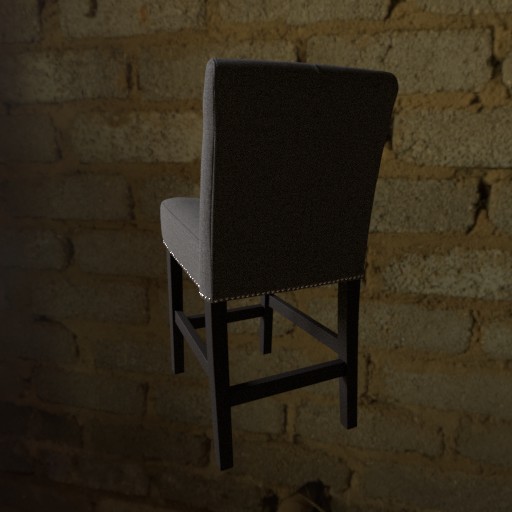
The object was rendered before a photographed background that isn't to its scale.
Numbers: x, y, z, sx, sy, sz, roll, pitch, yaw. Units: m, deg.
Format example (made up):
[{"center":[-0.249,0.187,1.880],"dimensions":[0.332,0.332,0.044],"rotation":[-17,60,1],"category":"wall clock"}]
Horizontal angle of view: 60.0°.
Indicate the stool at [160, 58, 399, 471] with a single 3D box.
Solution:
[{"center":[0.000,0.000,1.183],"dimensions":[0.427,0.885,0.571],"rotation":[-7,16,-25],"category":"stool"}]
